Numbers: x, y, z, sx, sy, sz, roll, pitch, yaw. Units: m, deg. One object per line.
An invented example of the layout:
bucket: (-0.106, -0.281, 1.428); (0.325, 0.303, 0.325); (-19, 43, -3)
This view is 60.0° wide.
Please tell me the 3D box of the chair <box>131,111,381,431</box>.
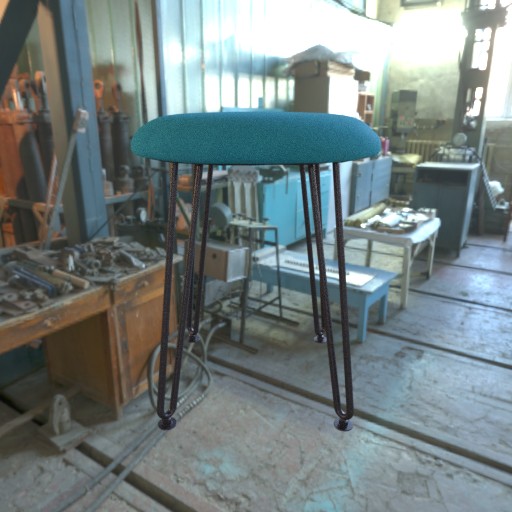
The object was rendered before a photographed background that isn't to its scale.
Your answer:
chair: (0.000, 0.000, 0.694); (0.350, 0.430, 0.350); (-3, 18, -11)
